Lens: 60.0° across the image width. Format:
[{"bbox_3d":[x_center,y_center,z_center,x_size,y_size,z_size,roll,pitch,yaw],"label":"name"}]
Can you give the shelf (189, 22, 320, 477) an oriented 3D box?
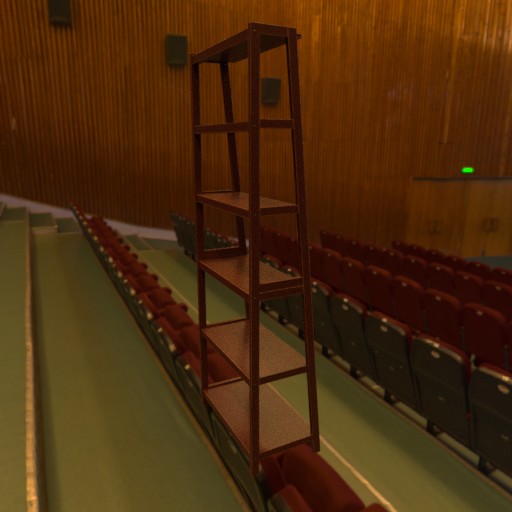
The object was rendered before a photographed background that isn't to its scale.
[{"bbox_3d":[0.000,0.000,2.157,0.381,1.892,0.660,-7,16,-26],"label":"shelf"}]
